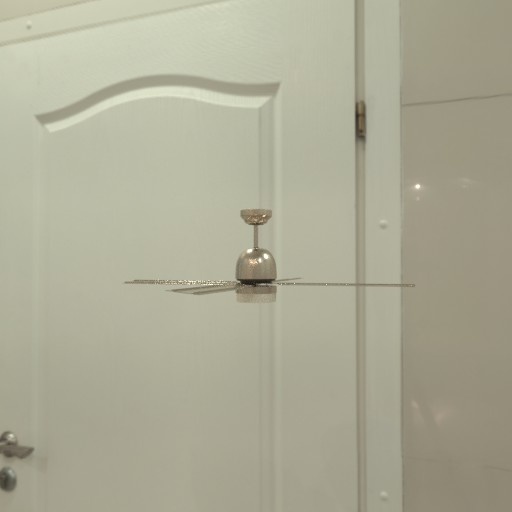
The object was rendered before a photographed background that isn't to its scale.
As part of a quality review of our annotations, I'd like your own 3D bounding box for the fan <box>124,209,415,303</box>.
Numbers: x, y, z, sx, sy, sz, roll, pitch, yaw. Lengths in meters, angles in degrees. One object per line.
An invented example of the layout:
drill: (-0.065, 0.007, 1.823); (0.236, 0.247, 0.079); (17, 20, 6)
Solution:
fan: (0.000, 0.000, 1.991); (1.346, 0.406, 1.346); (0, -1, 18)
